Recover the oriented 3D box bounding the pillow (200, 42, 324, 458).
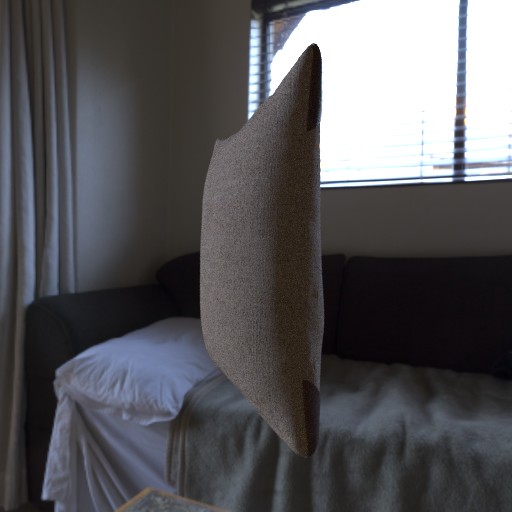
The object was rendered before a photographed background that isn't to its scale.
[{"bbox_3d":[0.000,0.000,0.665,0.147,0.448,0.437,0,1,-19],"label":"pillow"}]
